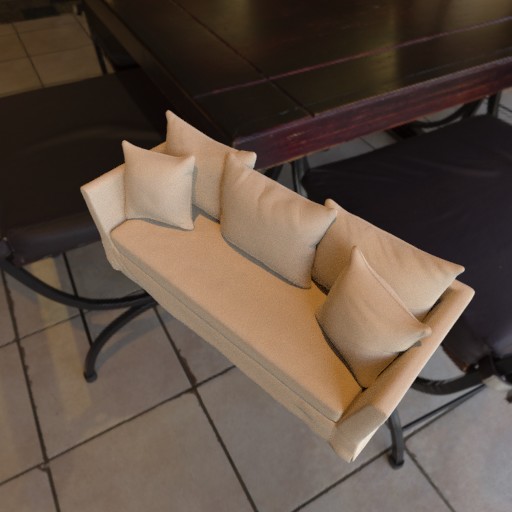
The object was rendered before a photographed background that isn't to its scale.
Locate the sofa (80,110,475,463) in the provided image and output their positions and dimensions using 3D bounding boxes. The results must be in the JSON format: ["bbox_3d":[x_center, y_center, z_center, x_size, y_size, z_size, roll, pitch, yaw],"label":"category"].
[{"bbox_3d":[0.000,0.000,2.991,2.499,1.047,1.046,33,55,27],"label":"sofa"}]
